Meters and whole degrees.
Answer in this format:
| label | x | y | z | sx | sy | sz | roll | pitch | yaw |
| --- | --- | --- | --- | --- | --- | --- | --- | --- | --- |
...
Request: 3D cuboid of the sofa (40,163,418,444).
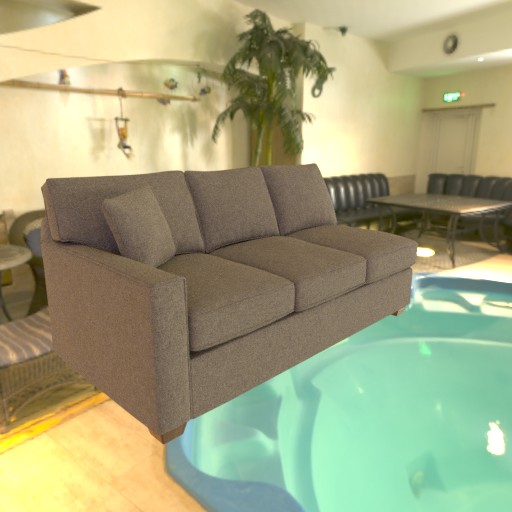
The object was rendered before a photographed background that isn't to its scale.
| label | x | y | z | sx | sy | sz | roll | pitch | yaw |
| --- | --- | --- | --- | --- | --- | --- | --- | --- | --- |
| sofa | 0.000 | 0.000 | 2.494 | 1.034 | 0.946 | 1.963 | 14 | 20 | 43 |
